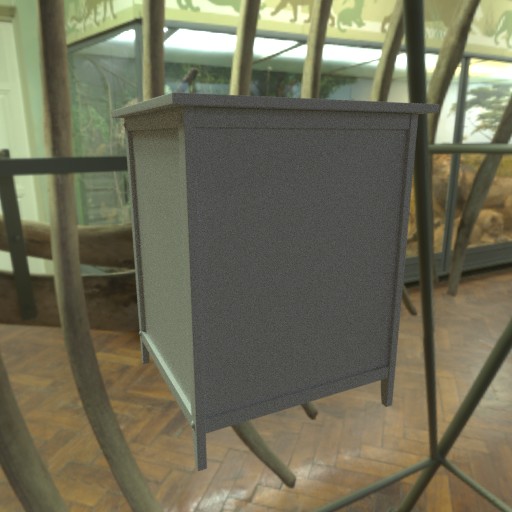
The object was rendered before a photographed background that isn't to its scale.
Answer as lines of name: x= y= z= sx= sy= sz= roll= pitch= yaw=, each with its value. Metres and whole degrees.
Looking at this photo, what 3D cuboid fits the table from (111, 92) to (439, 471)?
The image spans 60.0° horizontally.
table: x=0.000 y=0.000 z=0.760 sx=0.381 sy=0.483 sz=0.381 roll=-7 pitch=17 yaw=-26
